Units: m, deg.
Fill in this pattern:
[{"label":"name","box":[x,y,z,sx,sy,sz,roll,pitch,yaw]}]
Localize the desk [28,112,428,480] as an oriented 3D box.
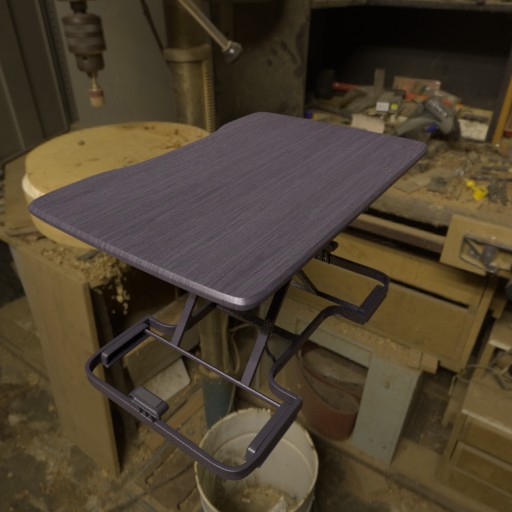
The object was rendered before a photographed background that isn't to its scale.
[{"label":"desk","box":[0.000,0.000,1.123,0.546,0.470,0.820,21,39,29]}]
